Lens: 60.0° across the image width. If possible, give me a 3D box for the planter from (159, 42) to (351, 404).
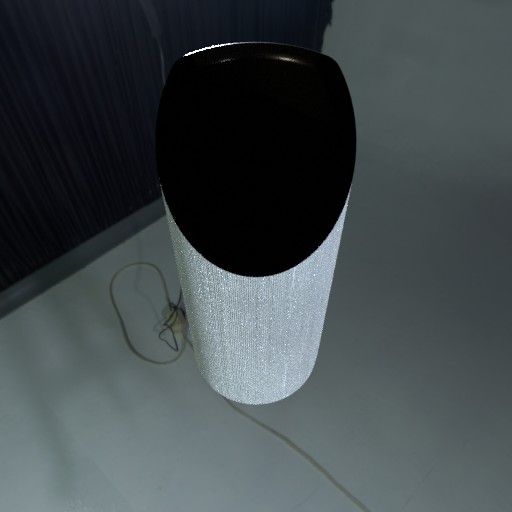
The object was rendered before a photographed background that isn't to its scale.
[{"bbox_3d":[0.000,0.000,0.128,0.045,0.103,0.045,31,55,25],"label":"planter"}]
